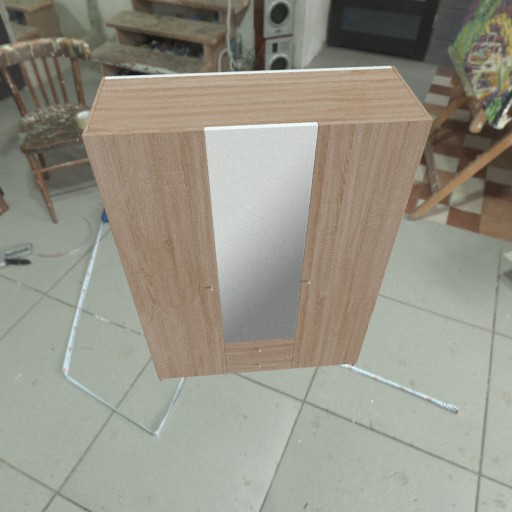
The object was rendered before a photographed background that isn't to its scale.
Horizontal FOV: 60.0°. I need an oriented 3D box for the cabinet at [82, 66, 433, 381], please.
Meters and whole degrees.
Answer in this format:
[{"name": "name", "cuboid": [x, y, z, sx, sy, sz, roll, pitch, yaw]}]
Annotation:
[{"name": "cabinet", "cuboid": [0.000, 0.000, 2.830, 1.500, 2.120, 0.590, -4, 46, -4]}]
